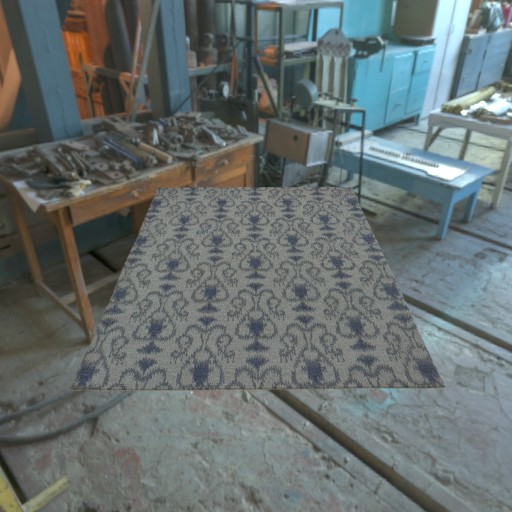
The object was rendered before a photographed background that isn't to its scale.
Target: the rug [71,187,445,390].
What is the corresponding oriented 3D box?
[{"bbox_3d":[0.000,0.000,4.212,2.437,0.015,3.205,0,33,0],"label":"rug"}]
